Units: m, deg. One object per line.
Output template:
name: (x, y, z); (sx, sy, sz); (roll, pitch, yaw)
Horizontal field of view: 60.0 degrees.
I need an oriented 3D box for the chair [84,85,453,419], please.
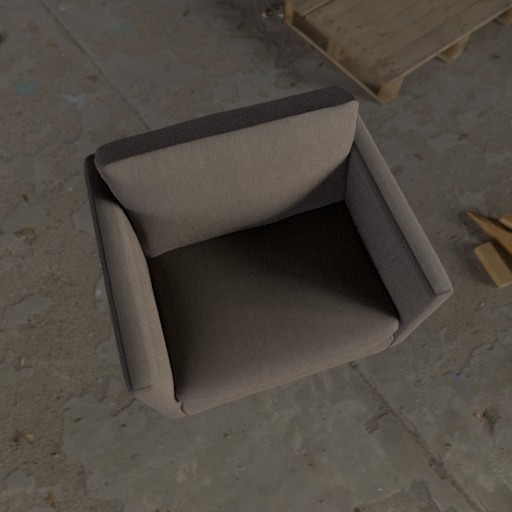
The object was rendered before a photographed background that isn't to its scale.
chair: (0.000, 0.000, 1.785); (1.107, 0.963, 0.959); (-16, 65, -8)
